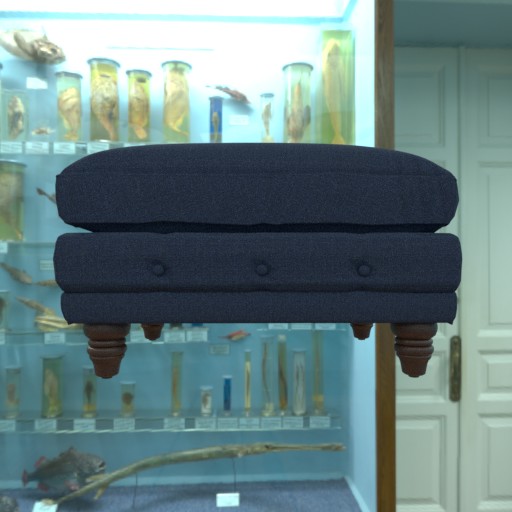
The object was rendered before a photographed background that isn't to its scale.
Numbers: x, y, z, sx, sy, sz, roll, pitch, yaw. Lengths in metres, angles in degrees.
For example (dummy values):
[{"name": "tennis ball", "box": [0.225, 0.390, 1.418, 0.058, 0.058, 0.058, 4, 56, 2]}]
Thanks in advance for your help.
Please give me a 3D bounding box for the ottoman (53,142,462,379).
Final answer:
[{"name": "ottoman", "box": [0.000, 0.000, 1.089, 0.767, 0.486, 0.558, 0, -1, -1]}]
